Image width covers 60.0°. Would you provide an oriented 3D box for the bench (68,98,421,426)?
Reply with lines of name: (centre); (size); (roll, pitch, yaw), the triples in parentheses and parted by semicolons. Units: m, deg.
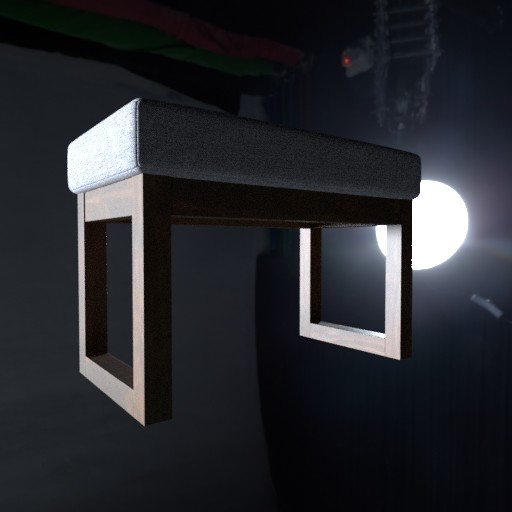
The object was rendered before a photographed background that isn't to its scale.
bench: (0.000, 0.000, 0.949); (0.681, 0.467, 0.366); (-1, 2, -37)
